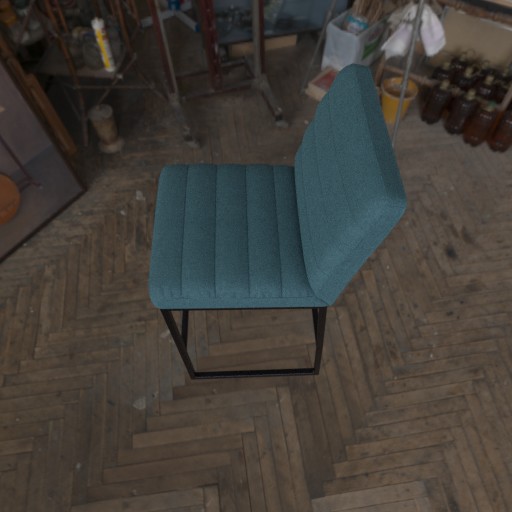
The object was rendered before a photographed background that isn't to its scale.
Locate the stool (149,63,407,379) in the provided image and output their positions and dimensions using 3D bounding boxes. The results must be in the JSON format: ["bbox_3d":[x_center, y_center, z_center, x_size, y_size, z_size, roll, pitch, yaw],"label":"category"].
[{"bbox_3d":[0.000,0.000,1.372,0.560,1.040,0.460,-2,58,-1],"label":"stool"}]
